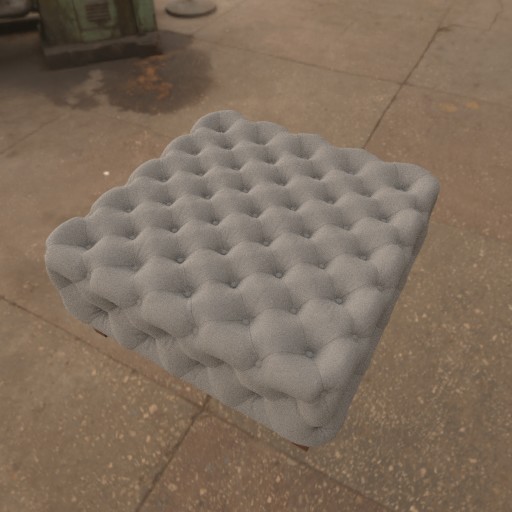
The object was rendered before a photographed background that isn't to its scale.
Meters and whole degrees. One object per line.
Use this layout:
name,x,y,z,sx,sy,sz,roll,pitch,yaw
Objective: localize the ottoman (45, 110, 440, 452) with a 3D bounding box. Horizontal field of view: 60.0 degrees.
ottoman,0.000,0.000,1.435,0.911,0.439,0.917,23,51,20
